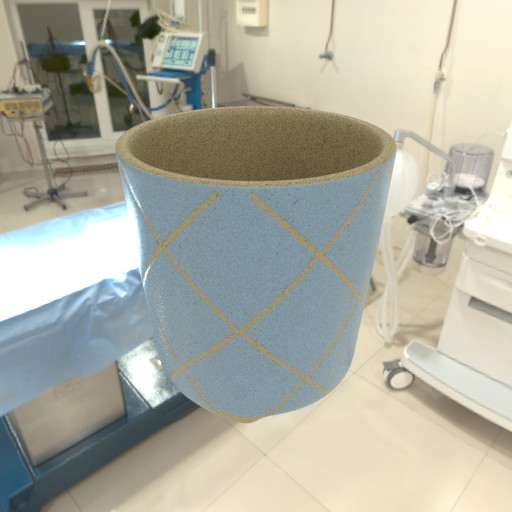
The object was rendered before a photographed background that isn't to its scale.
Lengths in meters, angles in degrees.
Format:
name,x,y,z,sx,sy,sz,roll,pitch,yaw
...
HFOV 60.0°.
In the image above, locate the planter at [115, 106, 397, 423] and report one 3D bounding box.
name,x,y,z,sx,sy,sz,roll,pitch,yaw
planter,0.000,0.000,0.429,0.227,0.235,0.227,0,31,0
